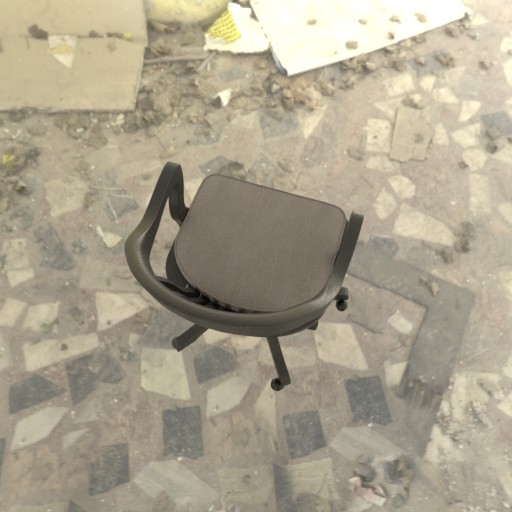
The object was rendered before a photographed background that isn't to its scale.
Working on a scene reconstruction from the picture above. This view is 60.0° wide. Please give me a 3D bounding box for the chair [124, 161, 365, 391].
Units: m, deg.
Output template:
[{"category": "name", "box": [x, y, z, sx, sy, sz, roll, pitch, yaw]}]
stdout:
[{"category": "chair", "box": [0.000, 0.000, 1.510, 0.750, 0.878, 0.788, 16, 64, 8]}]
